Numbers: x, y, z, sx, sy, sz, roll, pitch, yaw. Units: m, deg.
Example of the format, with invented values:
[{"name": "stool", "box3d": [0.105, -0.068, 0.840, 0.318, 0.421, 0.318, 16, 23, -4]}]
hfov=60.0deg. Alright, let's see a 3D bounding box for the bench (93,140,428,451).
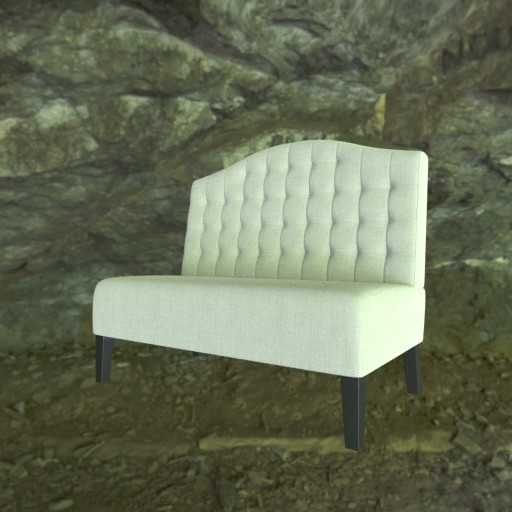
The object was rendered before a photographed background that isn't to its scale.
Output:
[{"name": "bench", "box3d": [0.000, 0.000, 2.023, 1.335, 1.180, 0.815, 0, 0, 35]}]
